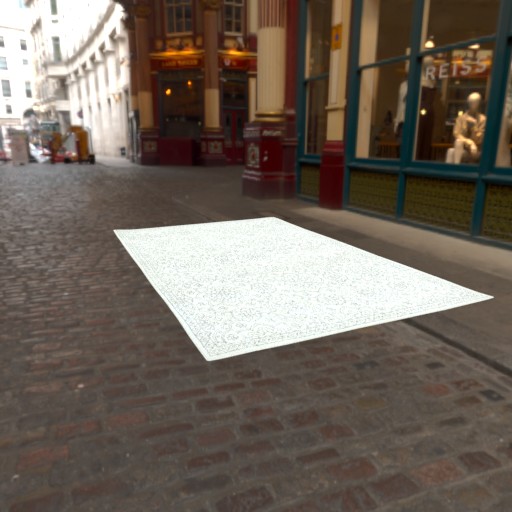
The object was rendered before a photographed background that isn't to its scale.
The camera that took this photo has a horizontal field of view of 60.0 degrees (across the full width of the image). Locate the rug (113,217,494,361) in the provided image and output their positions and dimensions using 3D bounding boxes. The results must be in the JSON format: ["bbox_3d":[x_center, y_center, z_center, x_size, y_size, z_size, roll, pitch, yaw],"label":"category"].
[{"bbox_3d":[0.000,0.000,2.973,1.518,0.023,2.434,-7,17,-24],"label":"rug"}]
